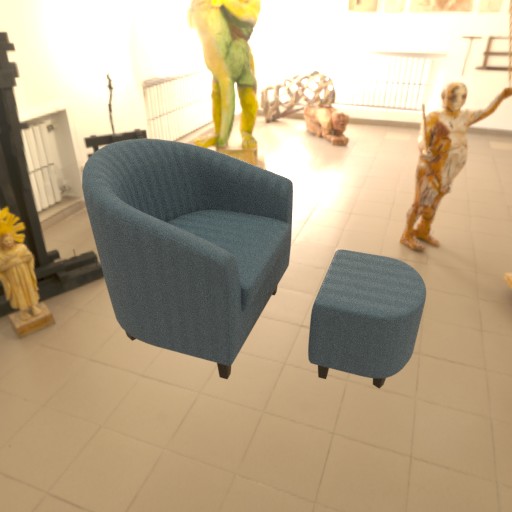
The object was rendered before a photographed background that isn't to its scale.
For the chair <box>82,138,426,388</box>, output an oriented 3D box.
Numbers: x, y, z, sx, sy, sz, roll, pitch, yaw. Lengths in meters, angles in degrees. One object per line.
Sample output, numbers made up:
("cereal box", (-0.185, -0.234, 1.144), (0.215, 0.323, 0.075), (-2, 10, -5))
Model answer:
("chair", (0.000, 0.000, 1.748), (1.288, 0.757, 0.756), (11, 32, 17))
